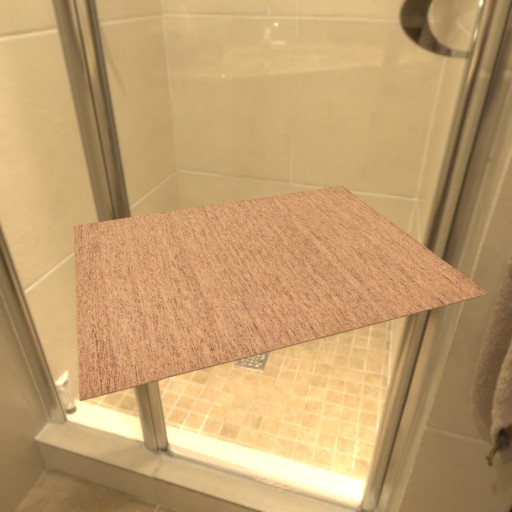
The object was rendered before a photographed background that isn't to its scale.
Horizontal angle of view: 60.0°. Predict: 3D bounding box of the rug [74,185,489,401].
[{"bbox_3d":[0.000,0.000,4.171,3.205,0.013,2.448,-11,33,-17],"label":"rug"}]
